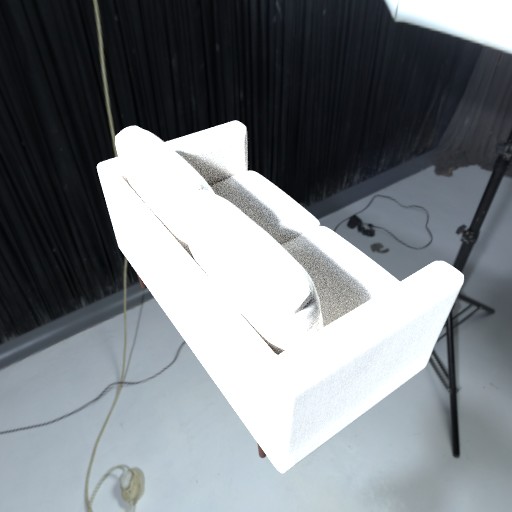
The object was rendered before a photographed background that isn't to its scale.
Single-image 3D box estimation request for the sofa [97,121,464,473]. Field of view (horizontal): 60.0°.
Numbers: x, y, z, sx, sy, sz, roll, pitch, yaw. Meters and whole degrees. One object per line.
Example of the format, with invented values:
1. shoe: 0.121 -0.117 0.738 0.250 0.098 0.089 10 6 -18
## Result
1. sofa: 0.000 0.000 1.916 0.796 0.908 1.430 -25 48 -25
